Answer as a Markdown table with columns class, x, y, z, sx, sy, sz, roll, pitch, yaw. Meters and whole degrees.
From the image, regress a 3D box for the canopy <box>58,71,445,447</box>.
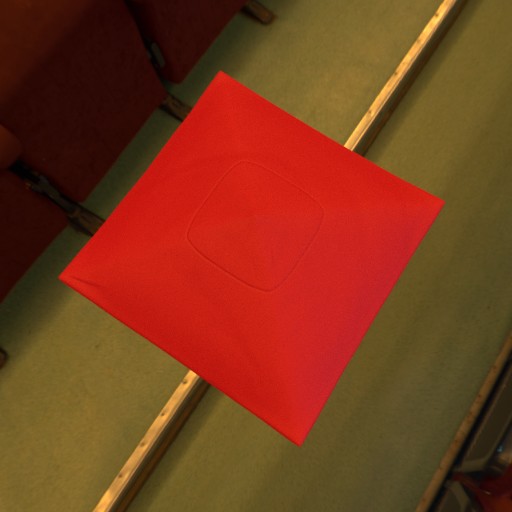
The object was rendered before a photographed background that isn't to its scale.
| class | x | y | z | sx | sy | sz | roll | pitch | yaw |
| --- | --- | --- | --- | --- | --- | --- | --- | --- | --- |
| canopy | 0.000 | 0.000 | 5.422 | 2.998 | 2.997 | 2.996 | 33 | 78 | 8 |
